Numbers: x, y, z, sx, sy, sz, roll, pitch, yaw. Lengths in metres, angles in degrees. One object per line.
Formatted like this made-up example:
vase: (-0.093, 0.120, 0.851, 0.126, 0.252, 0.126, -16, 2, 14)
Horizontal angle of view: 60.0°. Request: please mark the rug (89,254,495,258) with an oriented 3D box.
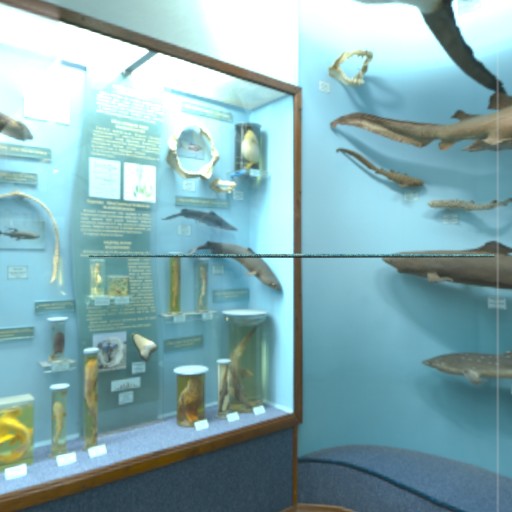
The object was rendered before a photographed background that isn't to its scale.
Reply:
rug: (0.000, 0.000, 3.004, 1.524, 0.015, 2.438, 0, 0, -36)
